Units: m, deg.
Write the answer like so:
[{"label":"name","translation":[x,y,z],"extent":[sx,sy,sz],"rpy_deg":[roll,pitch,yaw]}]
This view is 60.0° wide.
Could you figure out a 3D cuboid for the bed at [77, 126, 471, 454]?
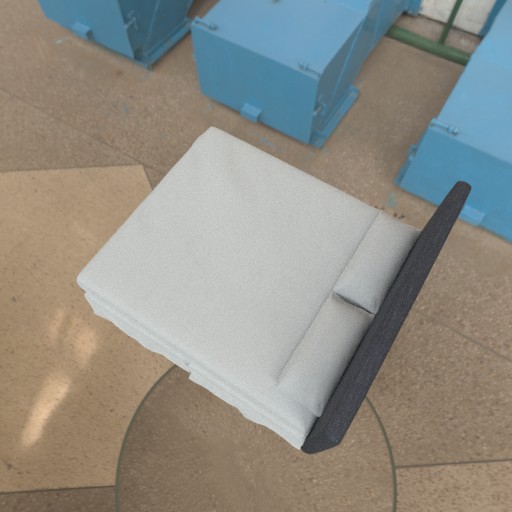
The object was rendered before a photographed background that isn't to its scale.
[{"label":"bed","translation":[0.000,0.000,3.290],"extent":[2.142,1.330,1.884],"rpy_deg":[30,68,14]}]
